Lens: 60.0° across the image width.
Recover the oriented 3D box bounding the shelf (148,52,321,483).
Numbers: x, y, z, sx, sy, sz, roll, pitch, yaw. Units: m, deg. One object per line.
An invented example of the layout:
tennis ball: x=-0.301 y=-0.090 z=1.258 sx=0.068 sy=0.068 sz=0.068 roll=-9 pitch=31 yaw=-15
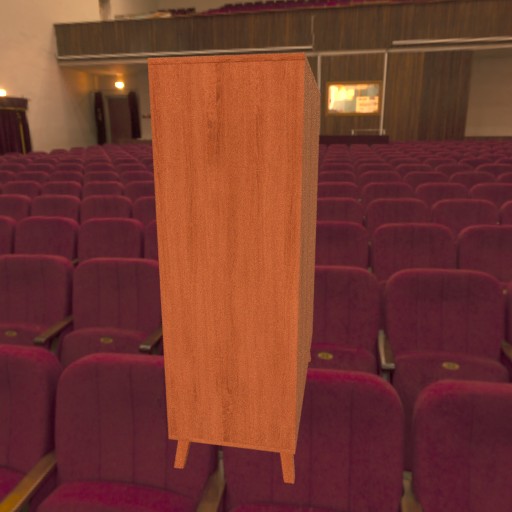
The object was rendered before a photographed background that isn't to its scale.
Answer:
shelf: x=0.000 y=0.000 z=1.870 sx=0.450 sy=1.390 sz=1.000 roll=3 pitch=14 yaw=10
